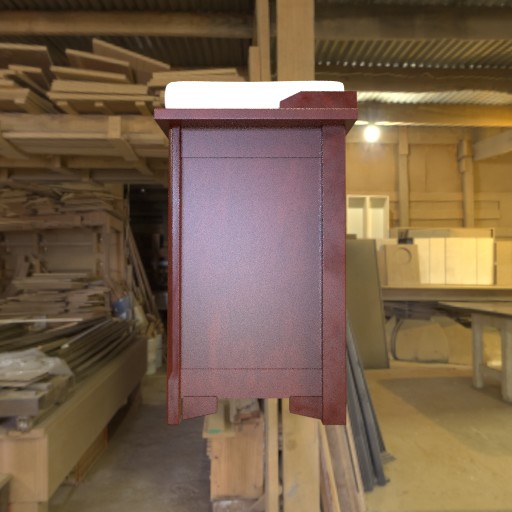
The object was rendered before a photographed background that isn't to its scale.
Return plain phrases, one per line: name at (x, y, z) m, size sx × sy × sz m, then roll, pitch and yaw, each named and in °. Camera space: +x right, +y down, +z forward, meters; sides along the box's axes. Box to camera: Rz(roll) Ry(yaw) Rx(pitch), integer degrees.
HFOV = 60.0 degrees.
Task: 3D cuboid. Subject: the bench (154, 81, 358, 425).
bench at (0.000, 0.000, 1.292) m, size 0.369 × 0.646 × 0.987 m, roll 0°, pitch -1°, yaw 0°
